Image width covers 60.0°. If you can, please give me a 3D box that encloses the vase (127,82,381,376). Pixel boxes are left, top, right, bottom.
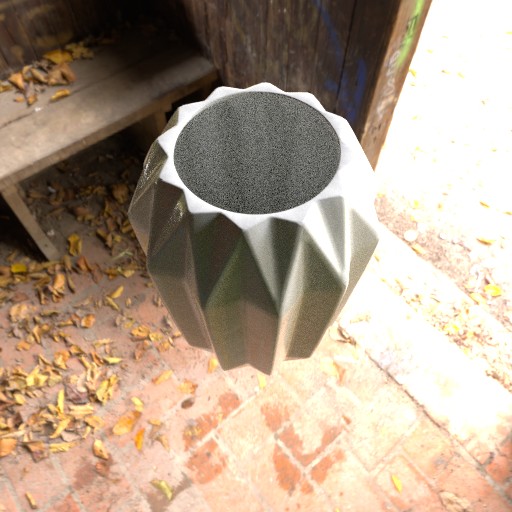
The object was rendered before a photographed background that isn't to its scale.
[{"bbox_3d":[0.000,0.000,0.409,0.195,0.275,0.195,0,58,0],"label":"vase"}]
